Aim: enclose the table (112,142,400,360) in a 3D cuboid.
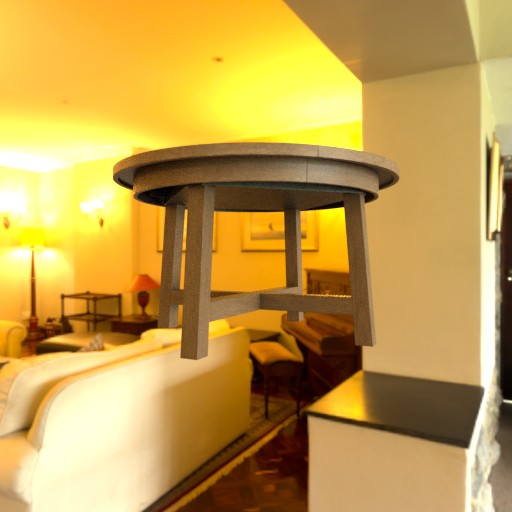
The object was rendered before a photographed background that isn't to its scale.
[{"bbox_3d":[0.000,0.000,2.142,1.319,0.762,1.319,0,0,0],"label":"table"}]
